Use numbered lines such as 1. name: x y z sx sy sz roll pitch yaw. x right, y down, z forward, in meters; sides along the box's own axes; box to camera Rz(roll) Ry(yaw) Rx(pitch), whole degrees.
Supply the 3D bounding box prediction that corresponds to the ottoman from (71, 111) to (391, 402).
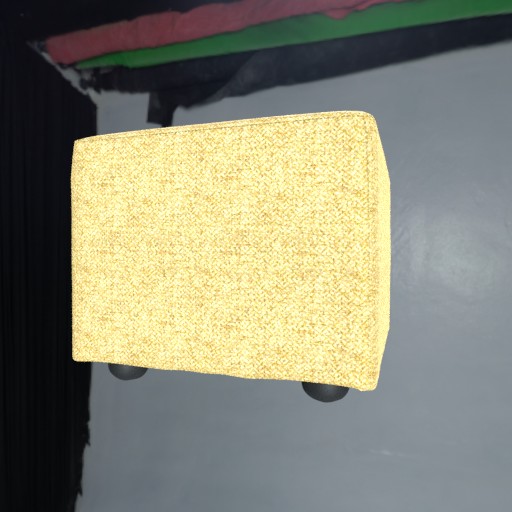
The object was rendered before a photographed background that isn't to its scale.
1. ottoman: 0.000 0.000 0.905 0.512 0.441 0.505 0 1 19
